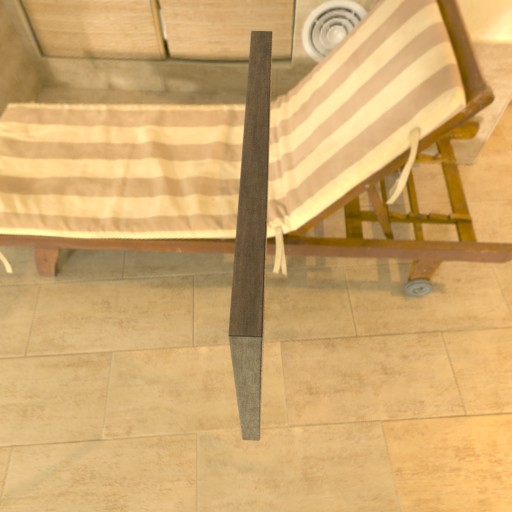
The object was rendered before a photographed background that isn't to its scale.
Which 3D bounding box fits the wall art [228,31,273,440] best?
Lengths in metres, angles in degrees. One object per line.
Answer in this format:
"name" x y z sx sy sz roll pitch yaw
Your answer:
"wall art" 0.000 0.000 1.132 0.050 0.751 0.749 2 57 1
